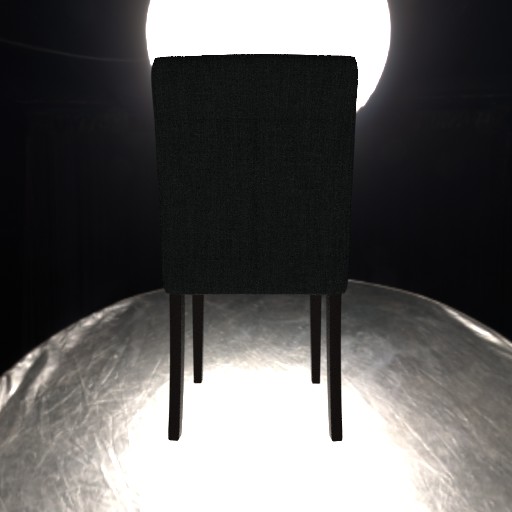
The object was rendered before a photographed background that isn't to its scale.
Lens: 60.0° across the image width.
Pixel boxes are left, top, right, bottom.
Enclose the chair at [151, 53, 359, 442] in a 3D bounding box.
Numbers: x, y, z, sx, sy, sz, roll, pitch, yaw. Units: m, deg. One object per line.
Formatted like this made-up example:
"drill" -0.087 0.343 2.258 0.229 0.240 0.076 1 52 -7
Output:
"chair" 0.000 0.000 1.243 0.487 0.884 0.629 0 1 1
